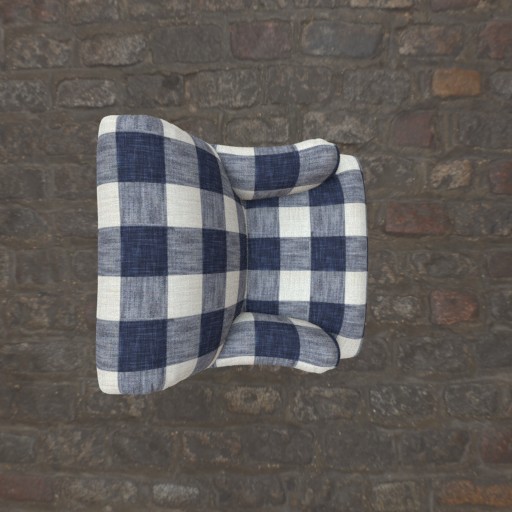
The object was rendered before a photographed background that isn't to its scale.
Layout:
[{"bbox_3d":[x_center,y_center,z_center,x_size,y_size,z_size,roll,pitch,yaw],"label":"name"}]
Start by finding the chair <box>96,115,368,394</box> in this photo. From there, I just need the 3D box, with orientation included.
[{"bbox_3d":[0.000,0.000,1.593,0.848,0.953,0.781,0,89,1],"label":"chair"}]
